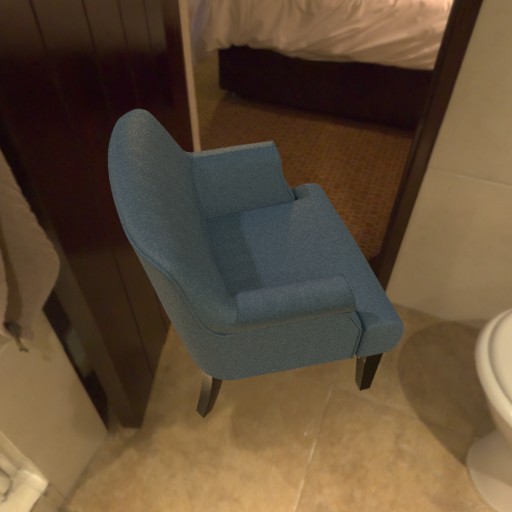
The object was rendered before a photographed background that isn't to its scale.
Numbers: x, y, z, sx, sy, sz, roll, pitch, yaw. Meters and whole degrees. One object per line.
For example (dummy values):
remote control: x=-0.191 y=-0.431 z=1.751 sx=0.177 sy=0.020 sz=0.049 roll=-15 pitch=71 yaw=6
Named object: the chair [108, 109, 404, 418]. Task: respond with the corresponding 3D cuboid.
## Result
chair: x=0.000 y=0.000 z=1.460 sx=0.754 sy=0.878 sz=0.770 roll=-11 pitch=47 yaw=-10
